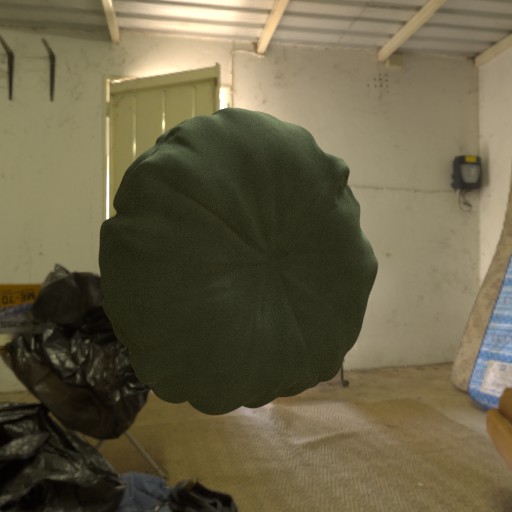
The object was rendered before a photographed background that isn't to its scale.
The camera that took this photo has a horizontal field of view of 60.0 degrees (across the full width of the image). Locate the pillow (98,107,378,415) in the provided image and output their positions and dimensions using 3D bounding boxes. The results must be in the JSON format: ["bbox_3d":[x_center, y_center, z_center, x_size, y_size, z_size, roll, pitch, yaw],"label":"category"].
[{"bbox_3d":[0.000,0.000,0.628,0.428,0.407,0.148,1,-2,-35],"label":"pillow"}]
